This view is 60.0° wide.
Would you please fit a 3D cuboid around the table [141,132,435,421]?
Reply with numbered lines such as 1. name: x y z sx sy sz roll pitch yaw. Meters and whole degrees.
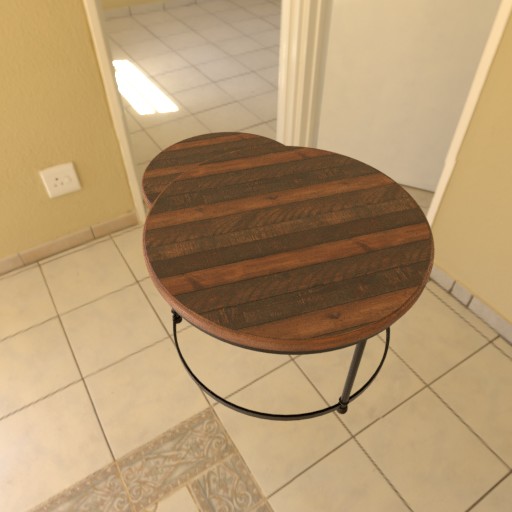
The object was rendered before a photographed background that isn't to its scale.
1. table: 0.000 0.000 1.606 0.870 0.516 1.152 -32 54 -28
